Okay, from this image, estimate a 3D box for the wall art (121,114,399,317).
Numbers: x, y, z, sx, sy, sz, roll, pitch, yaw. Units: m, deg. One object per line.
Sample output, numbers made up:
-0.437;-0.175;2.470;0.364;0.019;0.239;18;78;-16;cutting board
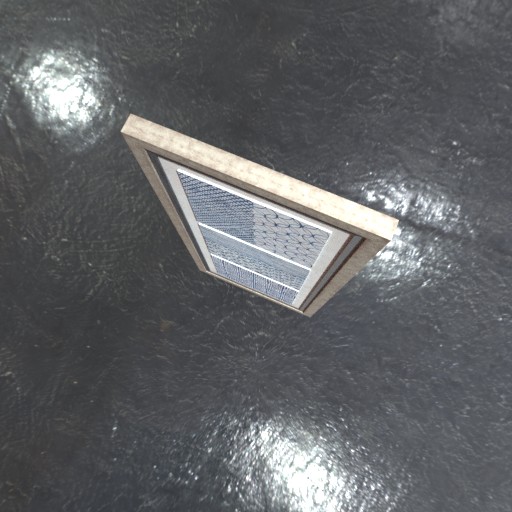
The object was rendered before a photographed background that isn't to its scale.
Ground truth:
0.000;0.000;1.685;0.648;1.461;0.051;23;77;6;wall art
